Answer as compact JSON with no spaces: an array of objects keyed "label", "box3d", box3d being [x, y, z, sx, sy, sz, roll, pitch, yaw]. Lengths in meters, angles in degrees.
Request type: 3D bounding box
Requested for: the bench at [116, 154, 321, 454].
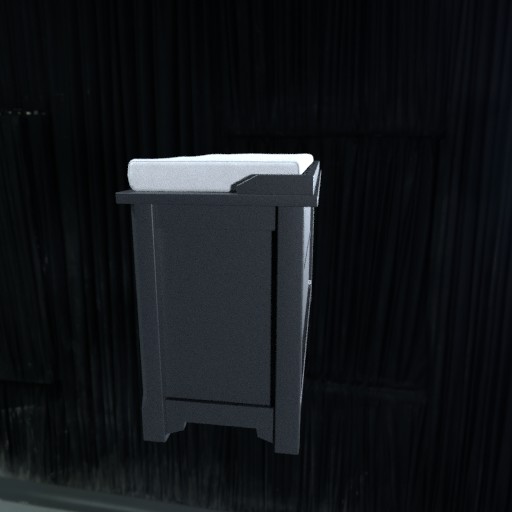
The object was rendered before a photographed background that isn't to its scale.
[{"label":"bench","box3d":[0.000,0.000,1.255,0.345,0.561,0.973,2,14,8]}]
